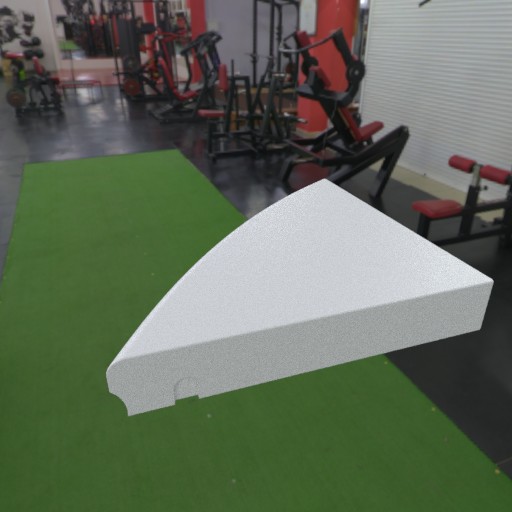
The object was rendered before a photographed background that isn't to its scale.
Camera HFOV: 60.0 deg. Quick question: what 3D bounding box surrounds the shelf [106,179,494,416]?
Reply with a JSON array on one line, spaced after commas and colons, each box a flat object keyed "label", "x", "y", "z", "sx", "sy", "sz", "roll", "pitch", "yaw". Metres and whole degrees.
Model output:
[{"label": "shelf", "x": 0.000, "y": 0.000, "z": 0.461, "sx": 0.310, "sy": 0.050, "sz": 0.310, "roll": -9, "pitch": 28, "yaw": -17}]
